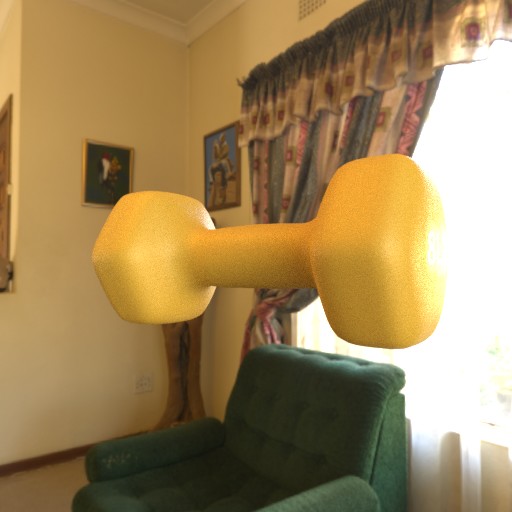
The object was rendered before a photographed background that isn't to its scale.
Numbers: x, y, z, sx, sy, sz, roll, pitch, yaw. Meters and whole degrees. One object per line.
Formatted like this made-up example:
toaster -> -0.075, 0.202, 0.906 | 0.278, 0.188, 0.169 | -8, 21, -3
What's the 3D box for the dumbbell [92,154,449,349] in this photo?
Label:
dumbbell -> 0.000, 0.000, 0.241 | 0.190, 0.082, 0.090 | -1, -2, 35
